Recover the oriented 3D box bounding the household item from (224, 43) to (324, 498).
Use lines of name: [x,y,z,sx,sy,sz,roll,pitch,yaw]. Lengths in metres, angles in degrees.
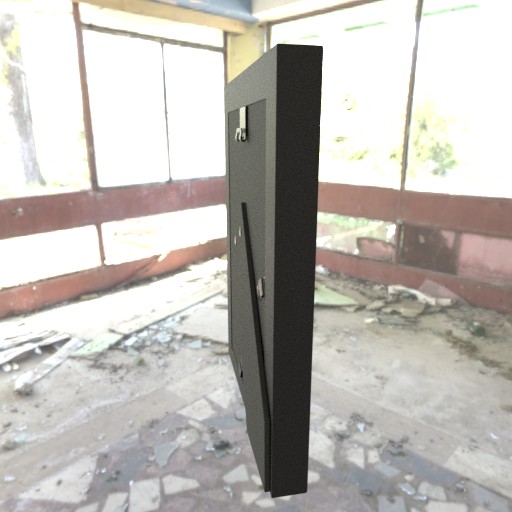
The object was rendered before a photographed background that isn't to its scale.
household item: [0.000,0.000,0.229,0.022,0.178,0.133,-3,16,-11]
